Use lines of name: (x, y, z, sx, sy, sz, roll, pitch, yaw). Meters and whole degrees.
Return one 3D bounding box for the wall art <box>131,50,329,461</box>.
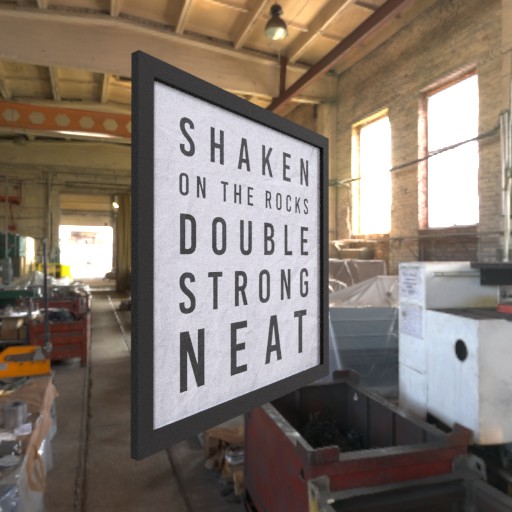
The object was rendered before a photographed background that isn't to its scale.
wall art: (0.000, 0.000, 0.680, 0.013, 0.458, 0.456, 0, 0, 37)
